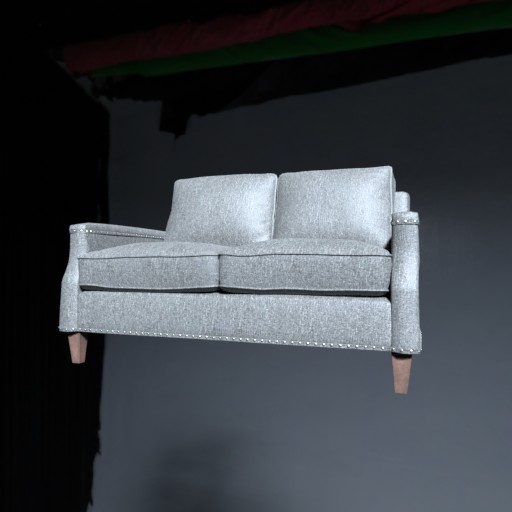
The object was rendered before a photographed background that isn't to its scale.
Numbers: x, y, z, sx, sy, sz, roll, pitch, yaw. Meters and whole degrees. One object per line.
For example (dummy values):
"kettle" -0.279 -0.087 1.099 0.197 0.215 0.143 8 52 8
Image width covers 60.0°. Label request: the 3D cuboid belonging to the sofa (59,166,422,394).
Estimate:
"sofa" 0.000 0.000 2.297 1.597 1.003 1.084 0 -1 19
